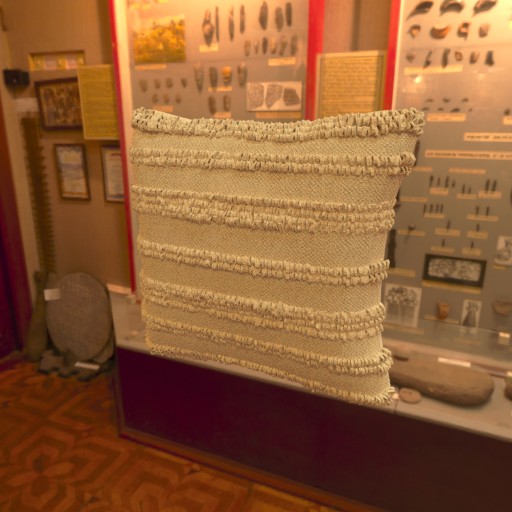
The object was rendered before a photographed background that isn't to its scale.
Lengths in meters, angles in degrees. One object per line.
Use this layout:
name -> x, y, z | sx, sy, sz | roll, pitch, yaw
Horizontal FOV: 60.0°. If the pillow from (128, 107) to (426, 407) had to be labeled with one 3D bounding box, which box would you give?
pillow -> 0.000, 0.000, 0.664 | 0.437, 0.427, 0.145 | 8, 19, 24
